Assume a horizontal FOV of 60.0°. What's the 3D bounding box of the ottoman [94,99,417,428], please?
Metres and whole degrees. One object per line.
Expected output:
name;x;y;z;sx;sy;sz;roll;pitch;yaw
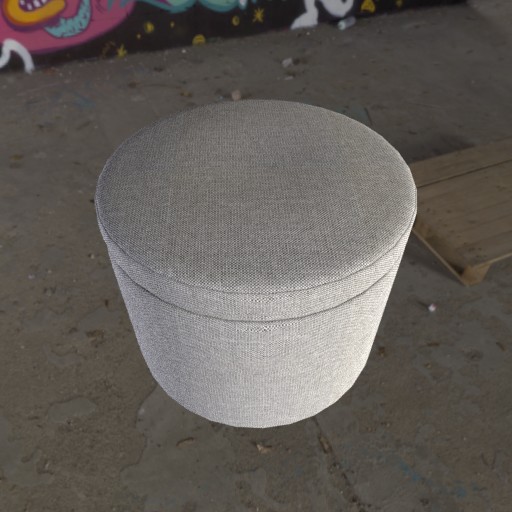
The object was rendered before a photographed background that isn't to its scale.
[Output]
ottoman;0.000;0.000;0.835;0.500;0.419;0.500;0;46;0
